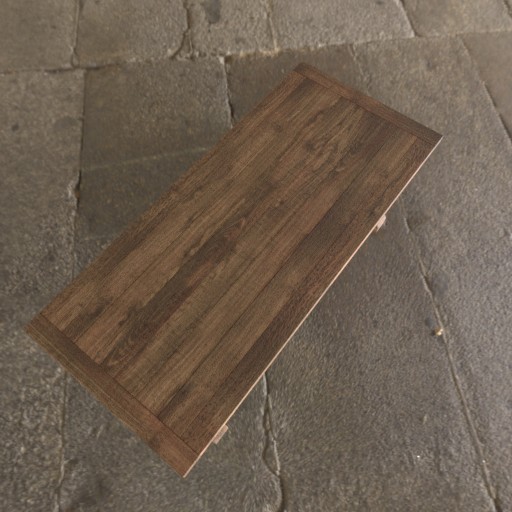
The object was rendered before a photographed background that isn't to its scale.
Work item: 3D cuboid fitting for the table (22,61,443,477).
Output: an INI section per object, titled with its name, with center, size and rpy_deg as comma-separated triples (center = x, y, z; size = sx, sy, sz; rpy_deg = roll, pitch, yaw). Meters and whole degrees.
[table]
center = 0.000, 0.000, 2.418
size = 0.907, 0.733, 2.031
rpy_deg = 35, 69, 16
